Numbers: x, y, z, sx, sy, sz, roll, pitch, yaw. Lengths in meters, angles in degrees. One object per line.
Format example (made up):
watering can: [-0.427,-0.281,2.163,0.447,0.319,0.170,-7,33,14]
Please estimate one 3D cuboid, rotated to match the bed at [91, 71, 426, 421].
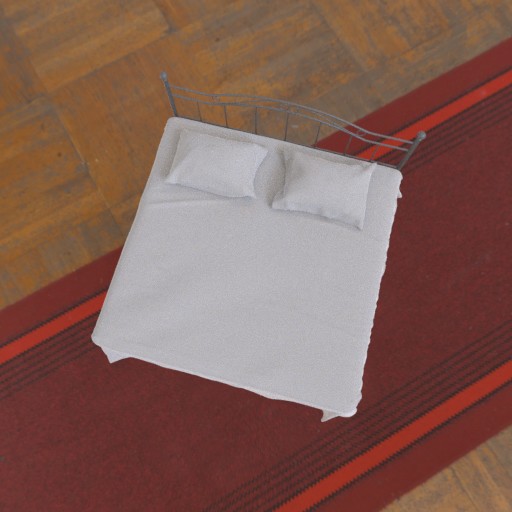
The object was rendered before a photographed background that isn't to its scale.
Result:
bed: [0.000,0.000,3.528,2.309,1.080,2.220,14,76,4]
